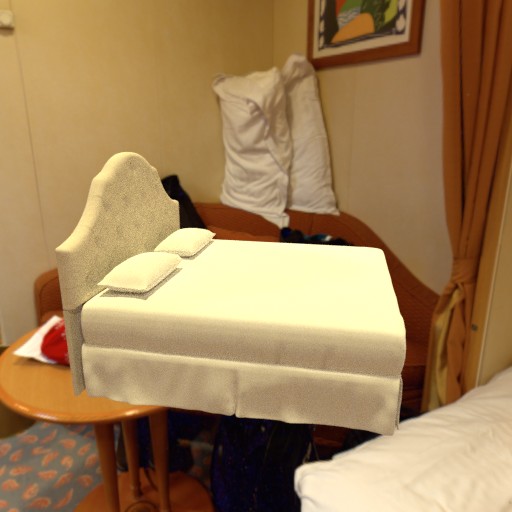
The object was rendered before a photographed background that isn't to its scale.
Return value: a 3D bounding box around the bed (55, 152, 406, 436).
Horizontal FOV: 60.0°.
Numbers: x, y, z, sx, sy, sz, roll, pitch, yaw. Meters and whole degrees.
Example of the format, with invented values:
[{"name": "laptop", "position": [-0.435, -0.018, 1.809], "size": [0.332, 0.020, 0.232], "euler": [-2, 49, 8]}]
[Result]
[{"name": "bed", "position": [0.000, 0.000, 3.590], "size": [2.214, 1.615, 2.008], "euler": [3, 17, 11]}]
